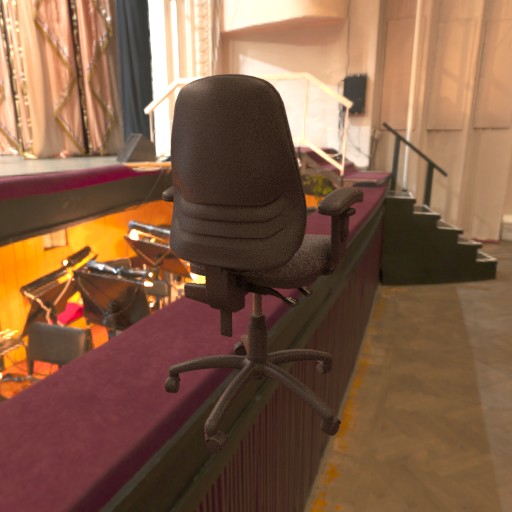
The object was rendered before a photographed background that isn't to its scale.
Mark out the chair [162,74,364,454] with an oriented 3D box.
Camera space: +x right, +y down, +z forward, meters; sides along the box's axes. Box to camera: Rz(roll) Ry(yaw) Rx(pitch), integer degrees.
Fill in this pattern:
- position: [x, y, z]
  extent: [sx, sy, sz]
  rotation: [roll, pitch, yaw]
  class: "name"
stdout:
- position: [0.000, 0.000, 1.232]
  extent: [0.550, 0.910, 0.530]
  rotation: [8, 18, 26]
  class: "chair"
